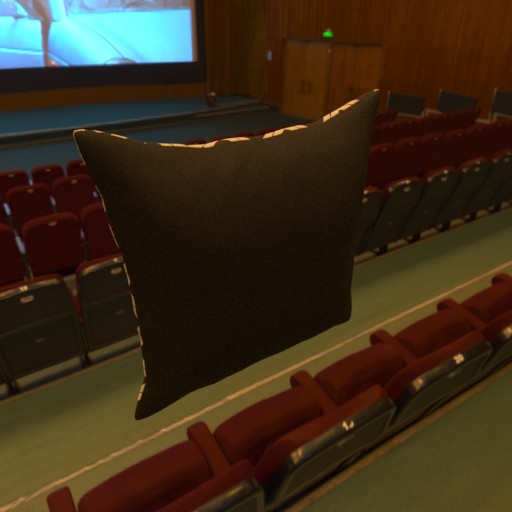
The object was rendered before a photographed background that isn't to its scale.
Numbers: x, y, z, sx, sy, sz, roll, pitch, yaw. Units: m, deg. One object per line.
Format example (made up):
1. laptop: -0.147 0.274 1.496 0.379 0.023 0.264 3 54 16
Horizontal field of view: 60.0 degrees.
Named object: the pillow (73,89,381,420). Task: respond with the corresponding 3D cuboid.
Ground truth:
1. pillow: 0.000 0.000 0.752 0.504 0.494 0.188 -19 35 -29
